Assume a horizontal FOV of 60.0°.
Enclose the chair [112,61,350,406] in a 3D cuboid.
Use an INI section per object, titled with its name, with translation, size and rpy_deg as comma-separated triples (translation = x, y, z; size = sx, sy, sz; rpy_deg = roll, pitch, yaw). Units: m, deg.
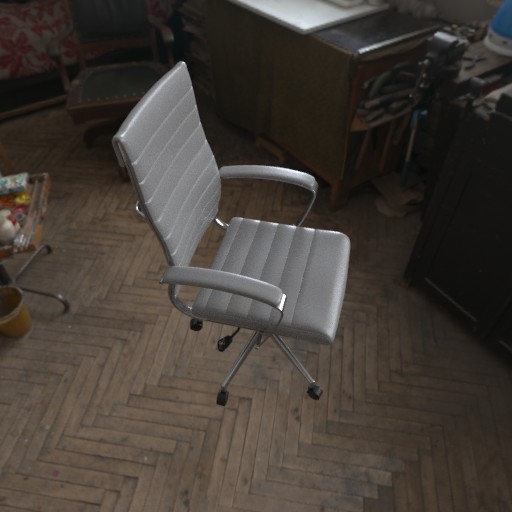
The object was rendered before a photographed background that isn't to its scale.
[chair]
translation = 0.000, 0.000, 1.593
size = 0.667, 1.149, 0.679
rpy_deg = 11, 49, 10
